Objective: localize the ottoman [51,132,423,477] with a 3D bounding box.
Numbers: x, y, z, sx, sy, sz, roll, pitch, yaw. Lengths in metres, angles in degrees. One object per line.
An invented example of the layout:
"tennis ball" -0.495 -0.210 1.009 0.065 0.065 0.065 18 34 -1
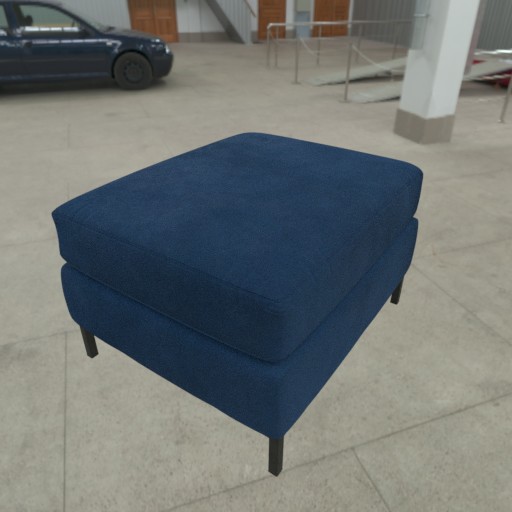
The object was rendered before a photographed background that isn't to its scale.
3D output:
"ottoman" 0.000 0.000 1.198 0.655 0.485 0.794 20 36 29
